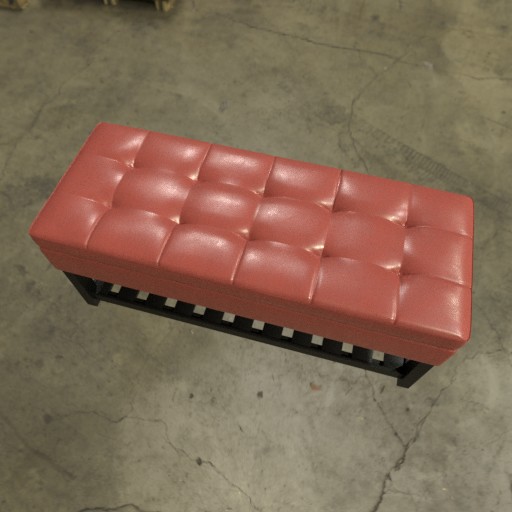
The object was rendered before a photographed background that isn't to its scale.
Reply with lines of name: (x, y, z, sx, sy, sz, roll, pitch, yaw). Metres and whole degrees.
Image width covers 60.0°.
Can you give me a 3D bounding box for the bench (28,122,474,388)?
bench: (0.000, 0.000, 1.333, 1.105, 0.460, 0.432, 13, 60, 8)
